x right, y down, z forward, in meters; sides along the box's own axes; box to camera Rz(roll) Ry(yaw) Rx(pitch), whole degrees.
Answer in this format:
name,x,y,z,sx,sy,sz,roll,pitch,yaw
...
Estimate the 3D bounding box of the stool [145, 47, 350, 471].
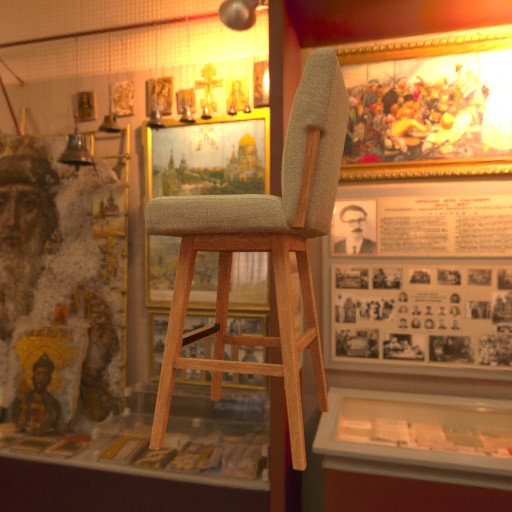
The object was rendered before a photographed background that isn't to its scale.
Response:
name,x,y,z,sx,sy,sz,roll,pitch,yaw
stool,0.000,0.000,1.427,0.569,1.106,0.483,0,0,17
